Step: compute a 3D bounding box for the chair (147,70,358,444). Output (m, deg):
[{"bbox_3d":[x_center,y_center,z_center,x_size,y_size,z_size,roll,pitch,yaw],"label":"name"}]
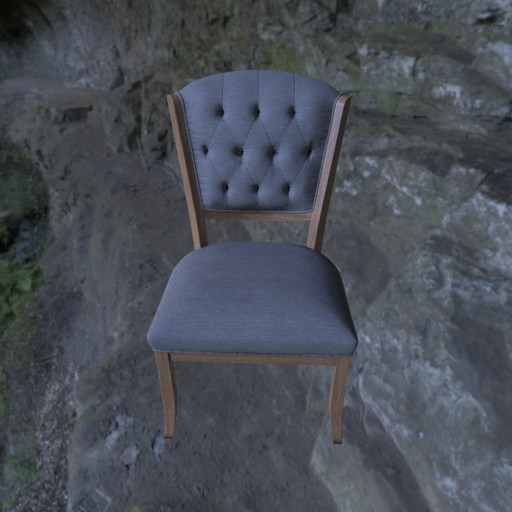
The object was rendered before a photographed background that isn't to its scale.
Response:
[{"bbox_3d":[0.000,0.000,1.266,0.513,0.905,0.584,1,33,2],"label":"chair"}]
